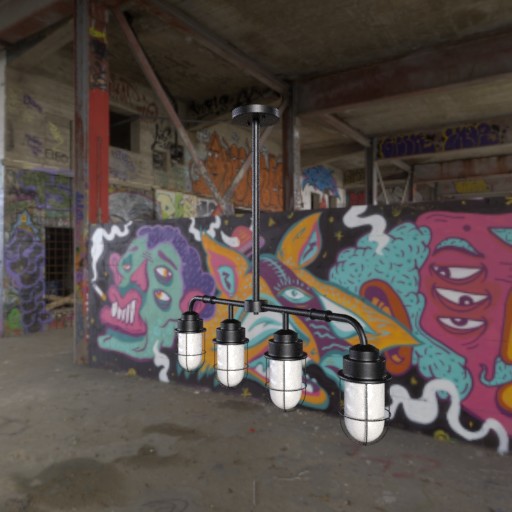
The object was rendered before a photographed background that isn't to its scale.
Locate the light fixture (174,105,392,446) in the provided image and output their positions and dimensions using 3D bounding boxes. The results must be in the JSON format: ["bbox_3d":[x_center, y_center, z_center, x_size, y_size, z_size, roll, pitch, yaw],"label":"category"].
[{"bbox_3d":[0.000,0.000,1.213,0.131,0.785,0.852,0,-1,-37],"label":"light fixture"}]
